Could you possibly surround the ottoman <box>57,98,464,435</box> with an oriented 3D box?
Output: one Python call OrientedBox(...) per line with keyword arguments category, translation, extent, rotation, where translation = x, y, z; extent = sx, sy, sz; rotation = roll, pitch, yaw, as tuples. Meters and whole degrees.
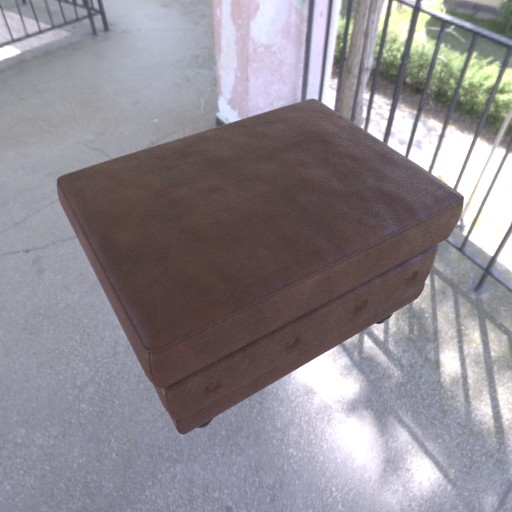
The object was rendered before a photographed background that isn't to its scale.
OrientedBox(category="ottoman", translation=(0.000, 0.000, 1.194), extent=(0.795, 0.509, 0.588), rotation=(-24, 50, -22))
